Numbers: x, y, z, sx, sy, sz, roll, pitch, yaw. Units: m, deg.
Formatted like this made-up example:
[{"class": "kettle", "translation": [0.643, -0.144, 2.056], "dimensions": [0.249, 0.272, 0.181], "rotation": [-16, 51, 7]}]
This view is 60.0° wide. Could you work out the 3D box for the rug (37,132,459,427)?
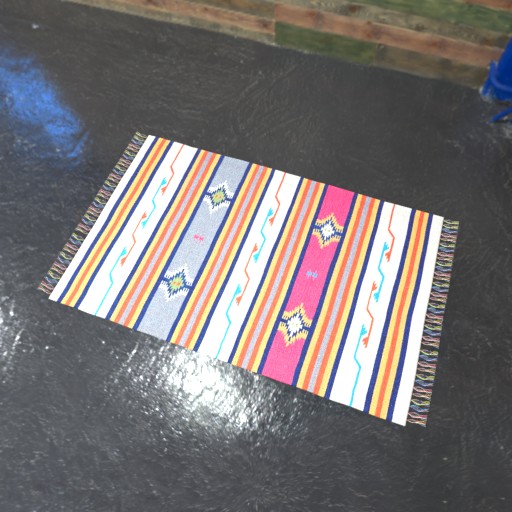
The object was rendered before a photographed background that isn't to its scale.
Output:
[{"class": "rug", "translation": [0.000, 0.000, 2.188], "dimensions": [1.849, 0.013, 1.084], "rotation": [17, 64, 9]}]
